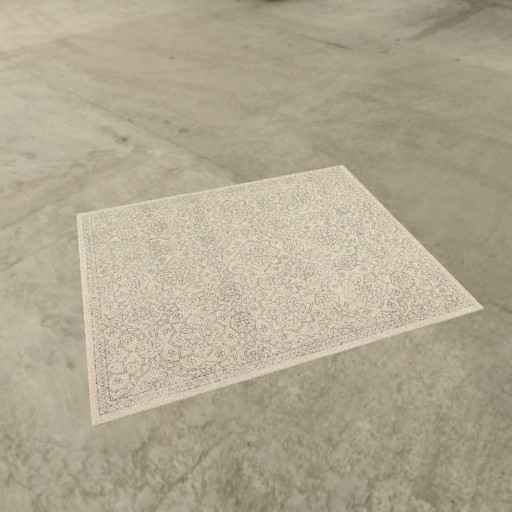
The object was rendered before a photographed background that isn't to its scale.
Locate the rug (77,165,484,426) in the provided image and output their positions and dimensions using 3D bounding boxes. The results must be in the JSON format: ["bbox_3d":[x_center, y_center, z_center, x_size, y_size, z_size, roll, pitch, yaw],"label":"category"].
[{"bbox_3d":[0.000,0.000,4.061,3.050,0.015,2.441,-13,43,-14],"label":"rug"}]
